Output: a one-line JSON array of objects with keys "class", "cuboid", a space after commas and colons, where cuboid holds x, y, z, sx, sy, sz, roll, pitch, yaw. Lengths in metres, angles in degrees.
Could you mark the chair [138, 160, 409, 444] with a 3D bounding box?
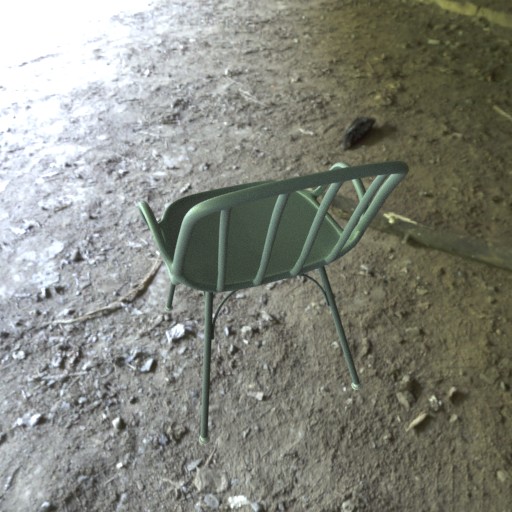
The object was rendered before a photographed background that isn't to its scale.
[{"class": "chair", "cuboid": [0.000, 0.000, 1.198, 0.549, 0.816, 0.597, -14, 42, -15]}]
